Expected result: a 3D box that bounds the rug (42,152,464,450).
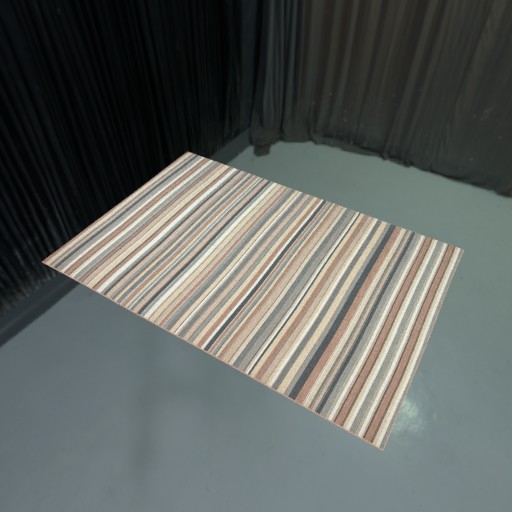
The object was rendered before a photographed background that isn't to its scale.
[{"bbox_3d":[0.000,0.000,2.306,1.829,0.008,1.219,23,50,22],"label":"rug"}]
